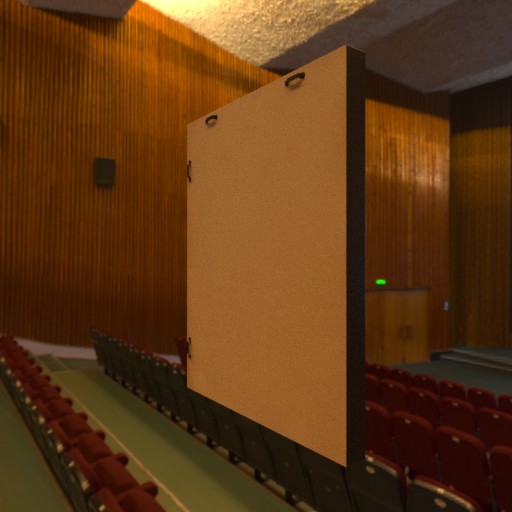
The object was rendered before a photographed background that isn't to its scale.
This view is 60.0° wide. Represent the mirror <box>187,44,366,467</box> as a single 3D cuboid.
[{"bbox_3d":[0.000,0.000,0.703,0.041,0.508,0.405,0,0,-37],"label":"mirror"}]
